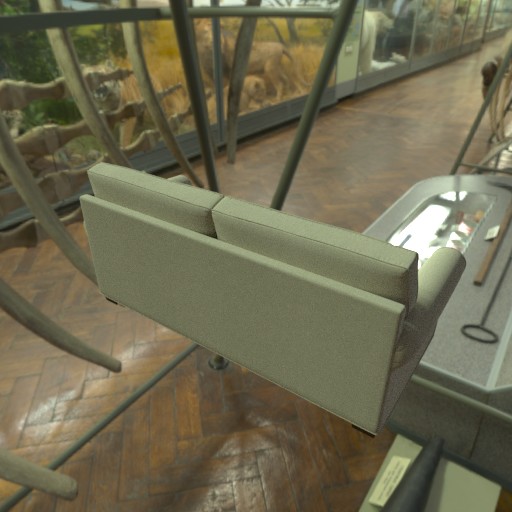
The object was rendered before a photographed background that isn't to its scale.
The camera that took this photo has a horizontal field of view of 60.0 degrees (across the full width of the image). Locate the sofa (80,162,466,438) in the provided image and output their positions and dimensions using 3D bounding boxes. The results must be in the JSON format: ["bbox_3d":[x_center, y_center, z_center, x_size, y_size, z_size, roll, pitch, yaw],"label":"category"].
[{"bbox_3d":[0.000,0.000,2.640,2.146,0.962,0.901,19,35,30],"label":"sofa"}]
